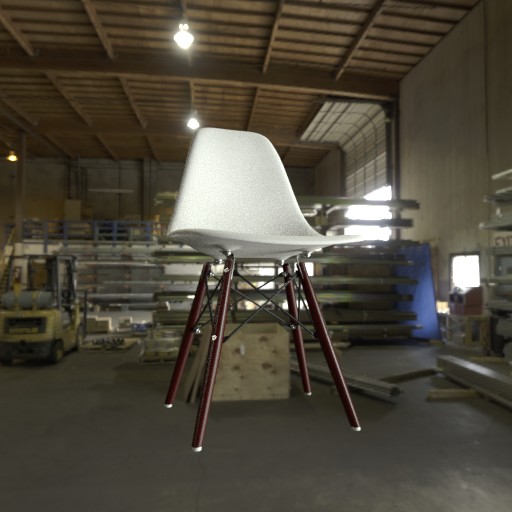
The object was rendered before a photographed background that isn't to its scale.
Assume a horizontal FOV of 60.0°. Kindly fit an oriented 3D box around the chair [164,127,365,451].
[{"bbox_3d":[0.000,0.000,1.165,0.470,0.826,0.533,1,-2,-19],"label":"chair"}]
